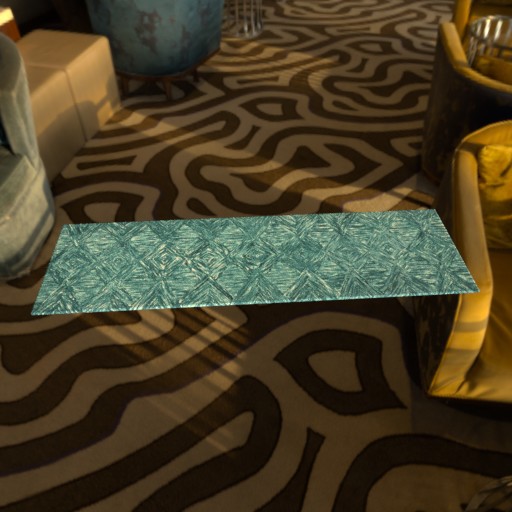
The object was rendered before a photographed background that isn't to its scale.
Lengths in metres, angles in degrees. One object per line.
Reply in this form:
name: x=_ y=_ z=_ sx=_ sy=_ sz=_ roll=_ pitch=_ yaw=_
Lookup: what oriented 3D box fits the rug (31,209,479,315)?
rug: x=0.000 y=0.000 z=2.489 sx=2.286 sy=0.016 sz=0.676 roll=-3 pitch=45 yaw=-3
